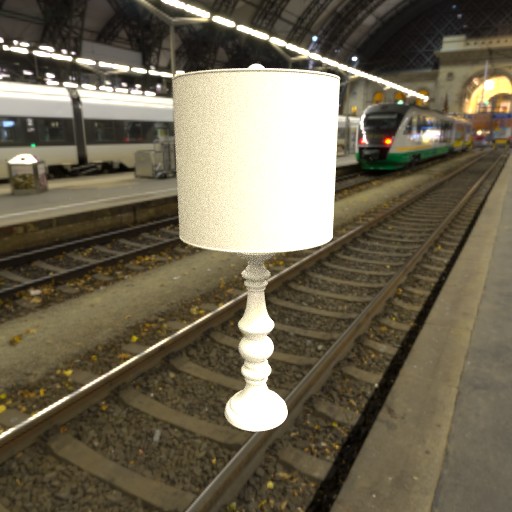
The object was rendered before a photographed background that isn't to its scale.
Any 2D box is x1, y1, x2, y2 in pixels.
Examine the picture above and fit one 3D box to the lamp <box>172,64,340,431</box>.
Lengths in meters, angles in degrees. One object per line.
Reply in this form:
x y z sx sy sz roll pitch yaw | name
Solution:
0.000 0.000 0.744 0.250 0.597 0.250 2 15 8 | lamp
